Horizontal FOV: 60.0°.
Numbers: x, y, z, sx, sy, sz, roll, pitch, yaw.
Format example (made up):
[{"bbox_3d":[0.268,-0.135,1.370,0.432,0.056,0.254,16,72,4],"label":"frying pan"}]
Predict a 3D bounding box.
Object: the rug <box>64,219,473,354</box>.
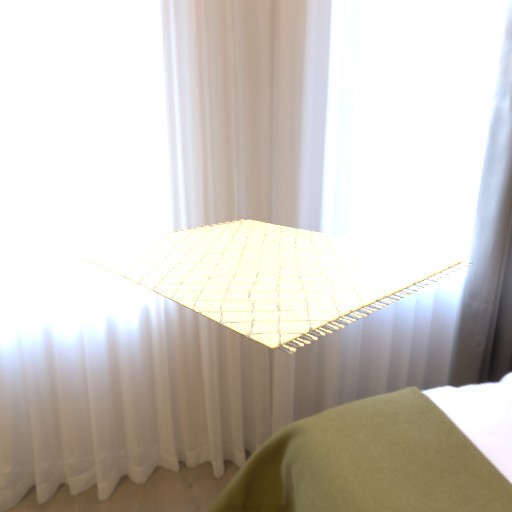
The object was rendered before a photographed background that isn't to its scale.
[{"bbox_3d":[0.000,0.000,4.902,2.892,0.036,3.585,-14,21,-42],"label":"rug"}]
